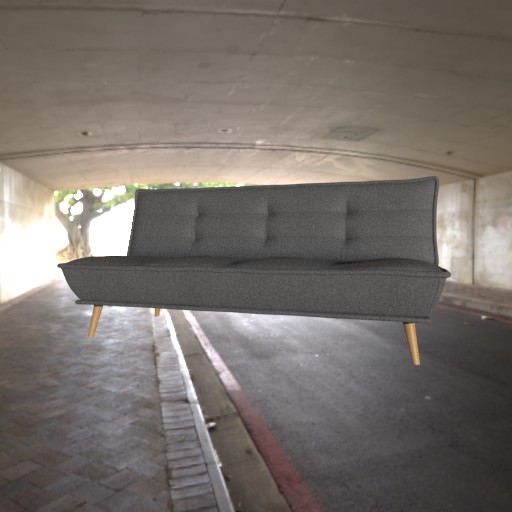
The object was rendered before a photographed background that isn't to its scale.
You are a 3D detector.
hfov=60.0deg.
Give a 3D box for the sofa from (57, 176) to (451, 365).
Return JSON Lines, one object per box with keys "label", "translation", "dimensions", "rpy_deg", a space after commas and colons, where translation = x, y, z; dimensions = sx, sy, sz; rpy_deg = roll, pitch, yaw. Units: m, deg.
{"label": "sofa", "translation": [0.000, 0.000, 2.491], "dimensions": [1.940, 0.890, 0.950], "rpy_deg": [1, 2, 18]}
